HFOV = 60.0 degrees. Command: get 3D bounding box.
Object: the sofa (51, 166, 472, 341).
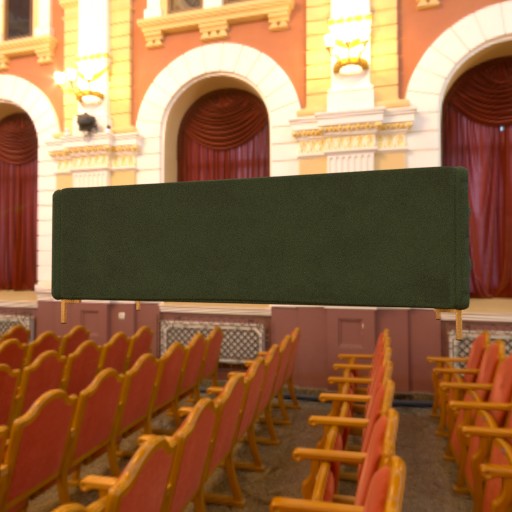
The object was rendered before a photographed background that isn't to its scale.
[{"bbox_3d":[0.000,0.000,2.620,2.209,0.771,0.895,0,-1,16],"label":"sofa"}]
